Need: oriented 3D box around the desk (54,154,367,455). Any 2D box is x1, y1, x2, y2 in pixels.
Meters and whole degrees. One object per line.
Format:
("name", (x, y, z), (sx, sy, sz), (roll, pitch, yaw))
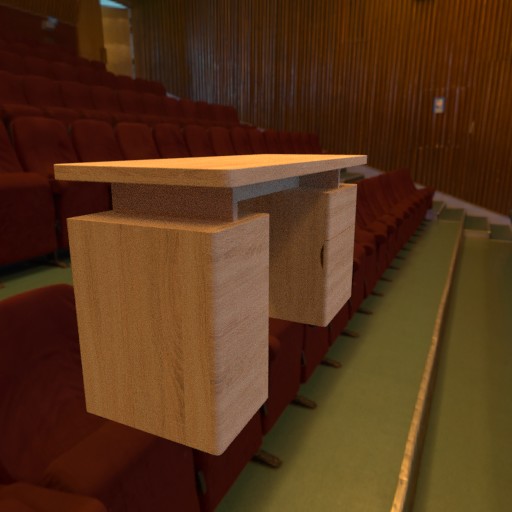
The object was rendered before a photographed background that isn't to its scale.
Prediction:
("desk", (0.000, 0.000, 1.769), (0.550, 0.760, 1.400), (7, 16, 25))
